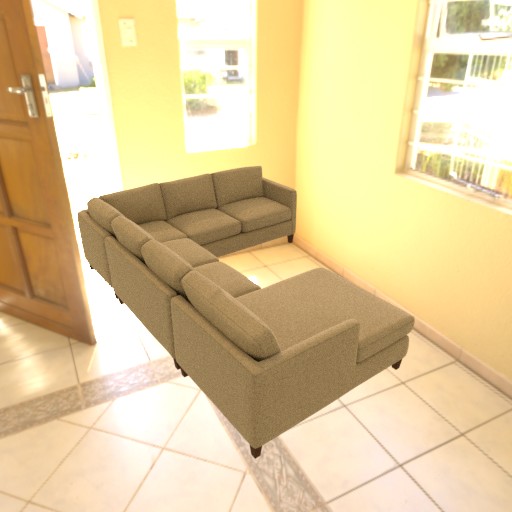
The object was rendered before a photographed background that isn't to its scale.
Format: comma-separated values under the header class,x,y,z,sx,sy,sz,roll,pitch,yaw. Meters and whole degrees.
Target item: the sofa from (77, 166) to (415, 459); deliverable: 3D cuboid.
class,x,y,z,sx,sy,sz,roll,pitch,yaw
sofa,0.000,0.000,4.592,2.593,0.959,3.460,-18,31,-32
